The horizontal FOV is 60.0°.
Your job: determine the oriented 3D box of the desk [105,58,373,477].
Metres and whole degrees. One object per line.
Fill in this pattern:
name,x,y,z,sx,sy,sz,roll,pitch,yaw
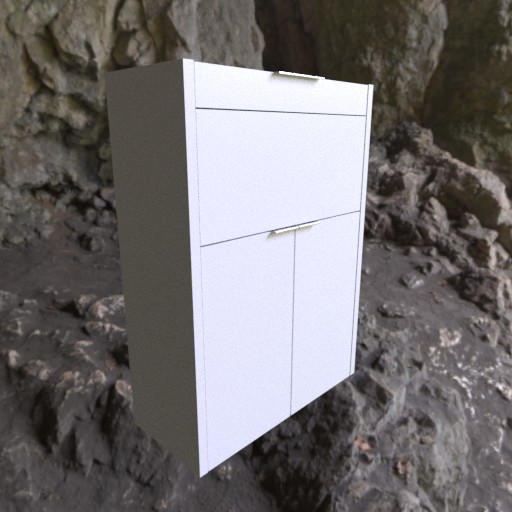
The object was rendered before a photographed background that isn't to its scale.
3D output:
desk,0.000,0.000,1.599,0.390,1.190,0.850,15,21,42
